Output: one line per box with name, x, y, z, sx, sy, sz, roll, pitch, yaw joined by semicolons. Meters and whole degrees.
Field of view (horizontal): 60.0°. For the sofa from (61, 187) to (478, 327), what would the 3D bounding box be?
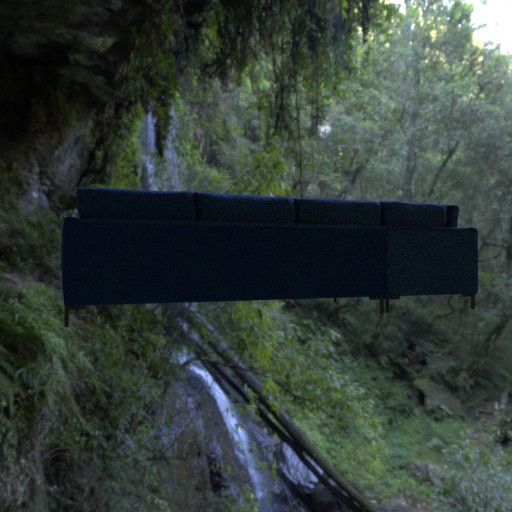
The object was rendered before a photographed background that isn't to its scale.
sofa;0.000;0.000;3.850;2.949;0.815;2.007;0;0;-18
